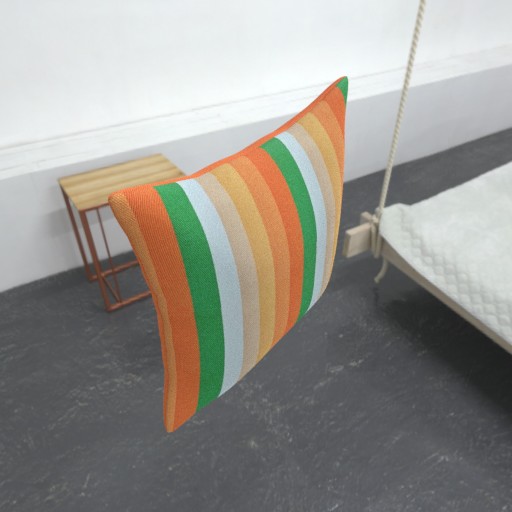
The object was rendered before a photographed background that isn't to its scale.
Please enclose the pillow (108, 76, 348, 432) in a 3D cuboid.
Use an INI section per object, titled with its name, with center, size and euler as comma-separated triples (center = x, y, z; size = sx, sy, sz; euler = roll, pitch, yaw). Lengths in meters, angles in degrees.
[pillow]
center = 0.000, 0.000, 0.703
size = 0.169, 0.444, 0.453
euler = 27, 47, 29
